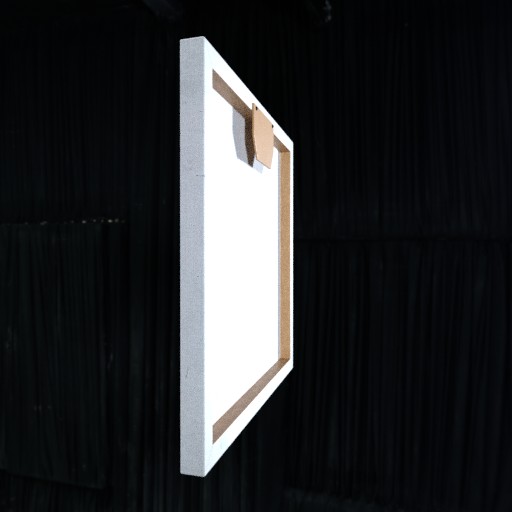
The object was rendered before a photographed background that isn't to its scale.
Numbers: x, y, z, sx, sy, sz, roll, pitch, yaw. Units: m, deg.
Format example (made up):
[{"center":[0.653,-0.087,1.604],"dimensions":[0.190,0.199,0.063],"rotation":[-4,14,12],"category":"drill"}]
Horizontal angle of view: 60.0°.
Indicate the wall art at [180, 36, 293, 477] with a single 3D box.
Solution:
[{"center":[0.000,0.000,0.902],"dimensions":[0.044,0.605,0.605],"rotation":[0,0,16],"category":"wall art"}]
